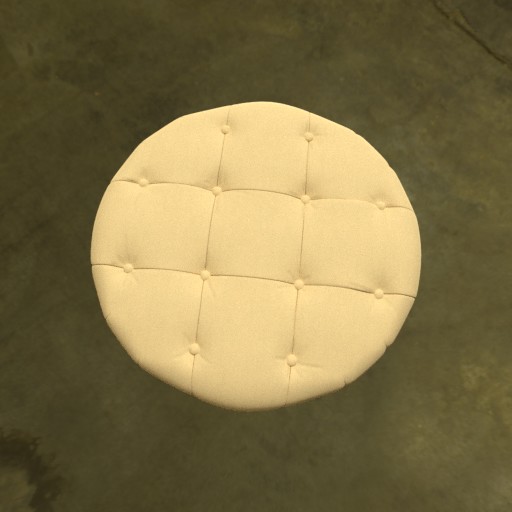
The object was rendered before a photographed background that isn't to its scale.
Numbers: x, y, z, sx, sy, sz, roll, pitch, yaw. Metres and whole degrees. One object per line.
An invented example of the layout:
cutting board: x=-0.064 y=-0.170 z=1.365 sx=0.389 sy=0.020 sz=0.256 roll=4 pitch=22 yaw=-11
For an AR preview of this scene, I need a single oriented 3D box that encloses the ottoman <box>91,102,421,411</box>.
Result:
ottoman: x=0.000 y=0.000 z=1.360 sx=0.901 sy=0.439 sz=0.901 roll=0 pitch=73 yaw=0
